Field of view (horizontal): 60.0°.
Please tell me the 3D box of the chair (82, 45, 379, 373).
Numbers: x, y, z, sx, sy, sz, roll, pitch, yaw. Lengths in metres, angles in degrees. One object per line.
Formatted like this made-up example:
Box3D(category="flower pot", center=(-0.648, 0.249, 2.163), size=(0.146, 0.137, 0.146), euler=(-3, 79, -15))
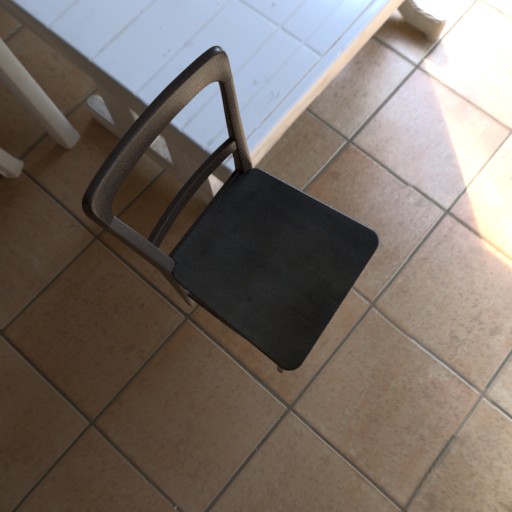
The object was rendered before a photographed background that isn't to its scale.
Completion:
Box3D(category="chair", center=(0.000, 0.000, 1.291), size=(0.546, 0.991, 0.450), euler=(34, 77, 9))
